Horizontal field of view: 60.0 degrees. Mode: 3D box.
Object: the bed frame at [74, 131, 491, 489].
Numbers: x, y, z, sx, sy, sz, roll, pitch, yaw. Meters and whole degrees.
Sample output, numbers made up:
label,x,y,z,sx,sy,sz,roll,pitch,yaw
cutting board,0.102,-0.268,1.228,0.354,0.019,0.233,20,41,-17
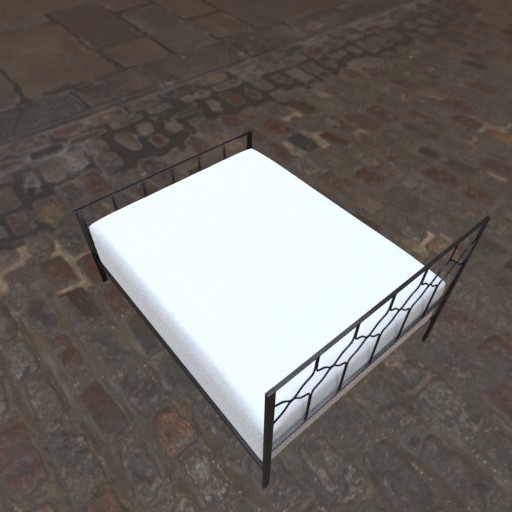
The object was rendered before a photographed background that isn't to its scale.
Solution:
label,x,y,z,sx,sy,sz,roll,pitch,yaw
bed frame,0.000,0.000,3.042,1.597,1.222,2.063,-32,55,-26
